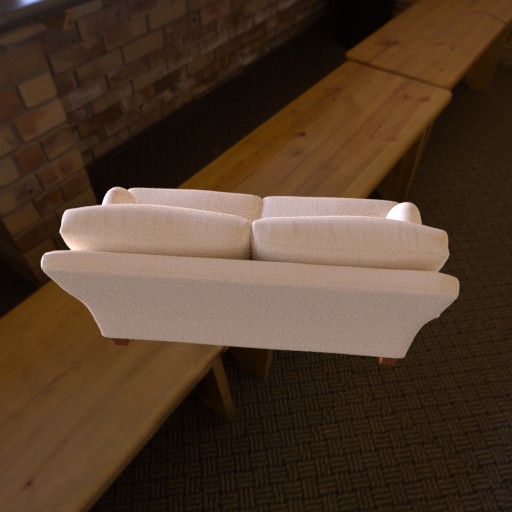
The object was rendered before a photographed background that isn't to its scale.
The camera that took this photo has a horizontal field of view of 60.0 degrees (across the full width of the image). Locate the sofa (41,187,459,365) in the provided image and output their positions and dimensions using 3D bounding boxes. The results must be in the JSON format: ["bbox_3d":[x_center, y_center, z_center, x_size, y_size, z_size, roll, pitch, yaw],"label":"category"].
[{"bbox_3d":[0.000,0.000,2.536,1.853,1.101,1.084,3,49,3],"label":"sofa"}]
